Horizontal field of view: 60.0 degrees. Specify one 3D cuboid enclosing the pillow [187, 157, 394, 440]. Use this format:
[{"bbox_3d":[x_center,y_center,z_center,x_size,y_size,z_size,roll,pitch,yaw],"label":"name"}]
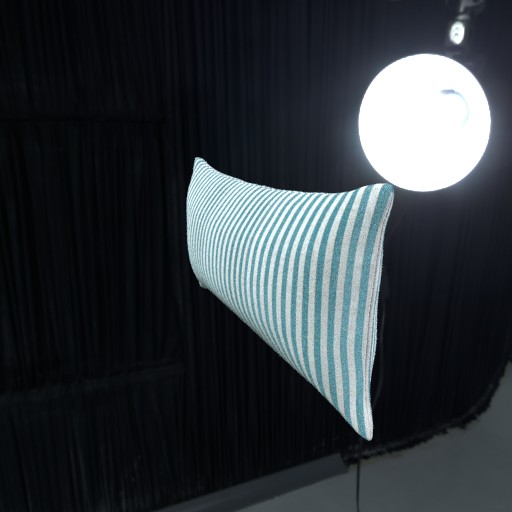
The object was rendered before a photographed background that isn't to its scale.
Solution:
[{"bbox_3d":[0.000,0.000,0.734,0.151,0.295,0.617,-7,17,-24],"label":"pillow"}]
